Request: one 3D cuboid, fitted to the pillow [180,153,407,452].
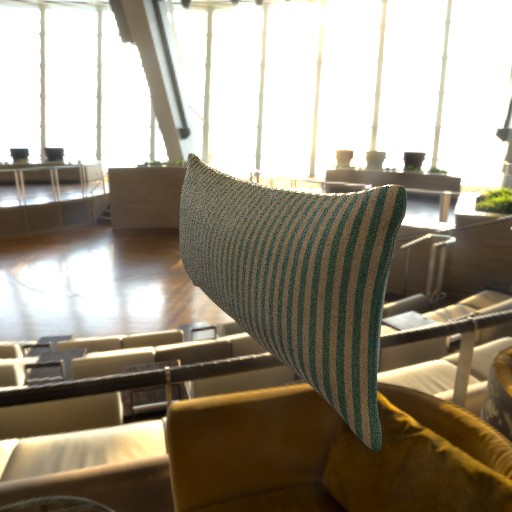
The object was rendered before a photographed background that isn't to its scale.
[{"bbox_3d":[0.000,0.000,0.713,0.151,0.295,0.617,-8,18,-26],"label":"pillow"}]
